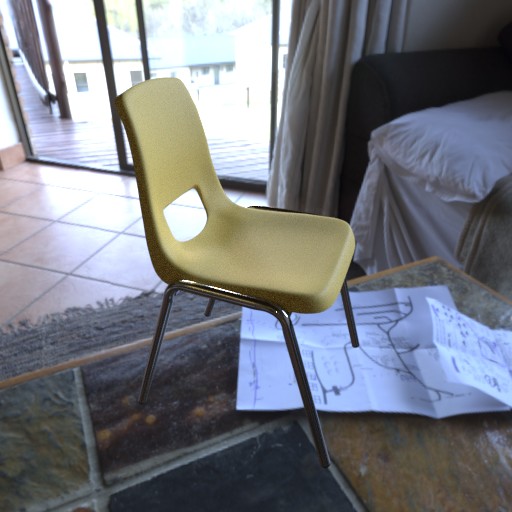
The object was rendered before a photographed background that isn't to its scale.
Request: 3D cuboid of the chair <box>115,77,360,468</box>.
[{"bbox_3d":[0.000,0.000,0.901,0.436,0.653,0.381,10,31,17],"label":"chair"}]
